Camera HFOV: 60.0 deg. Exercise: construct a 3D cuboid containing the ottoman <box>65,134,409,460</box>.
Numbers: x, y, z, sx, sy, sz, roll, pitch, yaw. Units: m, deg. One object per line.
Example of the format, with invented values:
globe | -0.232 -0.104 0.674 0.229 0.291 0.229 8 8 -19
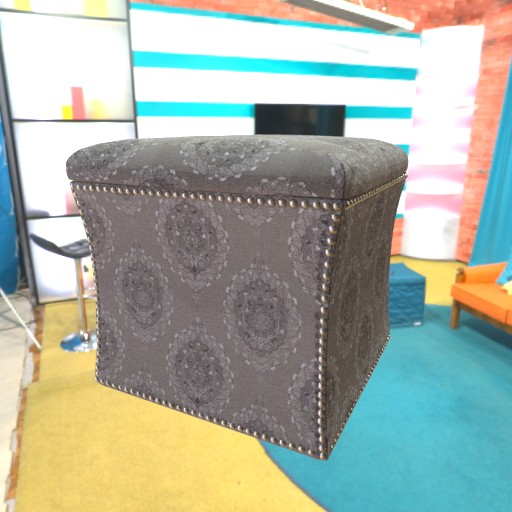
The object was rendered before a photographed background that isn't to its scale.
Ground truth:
ottoman | 0.000 0.000 0.896 0.507 0.473 0.497 8 18 26
